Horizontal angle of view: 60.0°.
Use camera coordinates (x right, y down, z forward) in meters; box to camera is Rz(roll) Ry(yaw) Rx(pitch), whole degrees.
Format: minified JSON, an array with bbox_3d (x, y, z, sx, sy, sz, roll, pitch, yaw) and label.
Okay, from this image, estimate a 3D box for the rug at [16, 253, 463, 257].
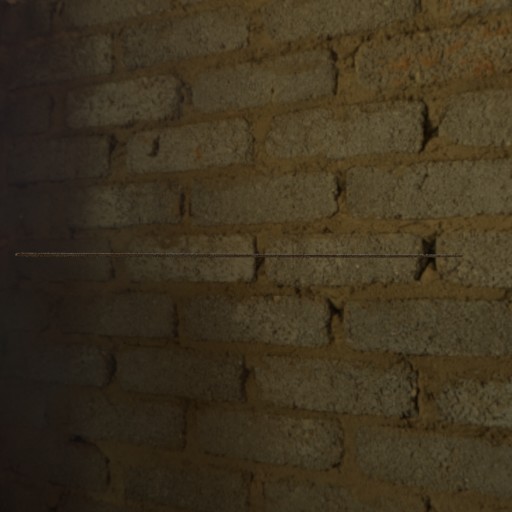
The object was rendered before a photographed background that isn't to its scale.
[{"bbox_3d":[0.000,0.000,2.481,2.289,0.013,0.691,0,0,-20],"label":"rug"}]
